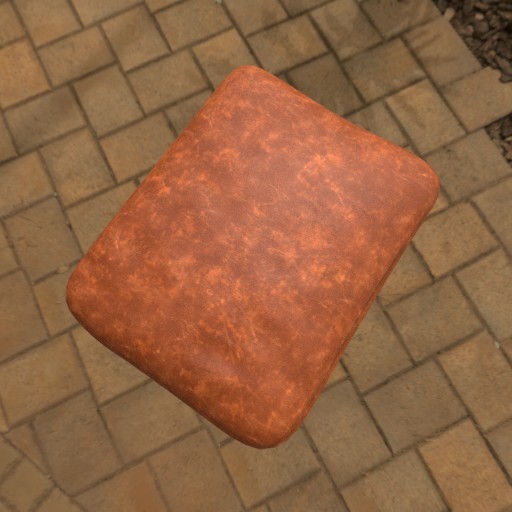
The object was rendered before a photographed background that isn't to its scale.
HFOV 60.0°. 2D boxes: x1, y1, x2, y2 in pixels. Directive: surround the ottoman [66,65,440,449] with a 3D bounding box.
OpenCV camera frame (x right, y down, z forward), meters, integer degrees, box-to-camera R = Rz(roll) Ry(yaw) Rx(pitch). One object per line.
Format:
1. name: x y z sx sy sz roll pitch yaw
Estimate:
1. ottoman: 0.000 0.000 1.258 0.657 0.562 0.832 33 79 8
